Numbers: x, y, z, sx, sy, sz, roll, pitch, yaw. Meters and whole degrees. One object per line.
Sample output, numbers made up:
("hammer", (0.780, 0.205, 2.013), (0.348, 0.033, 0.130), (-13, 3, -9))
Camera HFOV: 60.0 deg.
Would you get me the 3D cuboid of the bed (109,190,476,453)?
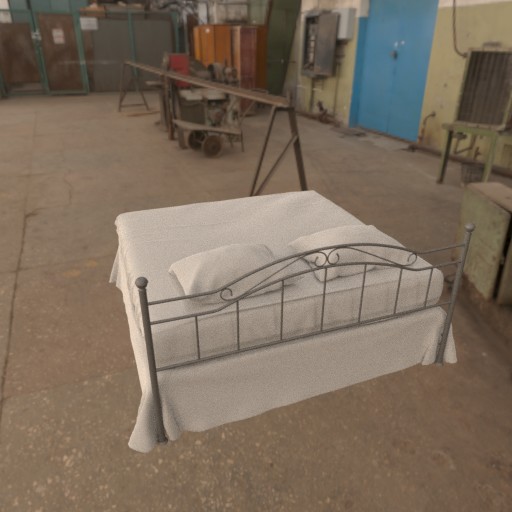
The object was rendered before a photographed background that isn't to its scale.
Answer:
("bed", (0.000, 0.000, 3.512), (2.309, 1.080, 2.220), (-9, 28, -18))
